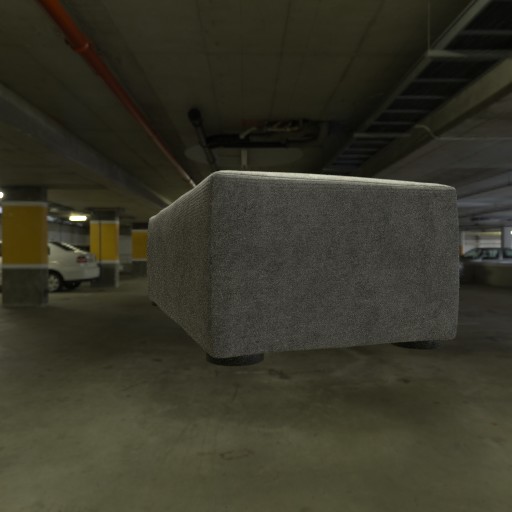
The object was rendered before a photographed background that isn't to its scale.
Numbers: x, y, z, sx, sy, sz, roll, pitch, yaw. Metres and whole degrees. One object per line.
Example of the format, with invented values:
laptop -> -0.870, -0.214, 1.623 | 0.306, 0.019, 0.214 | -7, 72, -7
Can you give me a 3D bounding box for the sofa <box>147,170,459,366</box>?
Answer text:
sofa -> 0.000, 0.000, 1.158 | 0.480, 0.330, 0.930 | 0, 0, -19
